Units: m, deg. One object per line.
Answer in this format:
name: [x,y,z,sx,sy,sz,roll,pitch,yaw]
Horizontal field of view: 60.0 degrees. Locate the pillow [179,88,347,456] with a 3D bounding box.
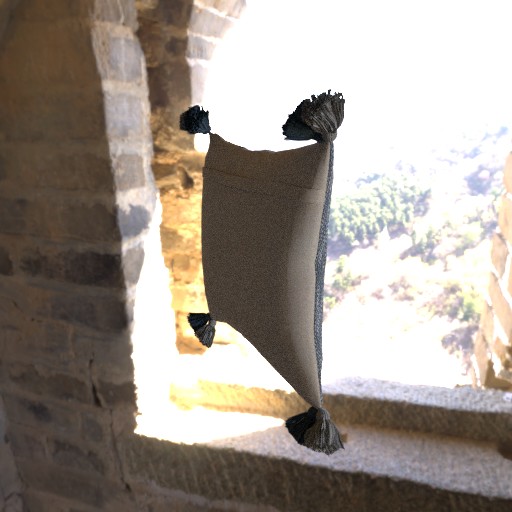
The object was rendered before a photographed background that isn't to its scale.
pillow: [0.000,0.000,0.928,0.138,0.634,0.614,-9,19,-27]
